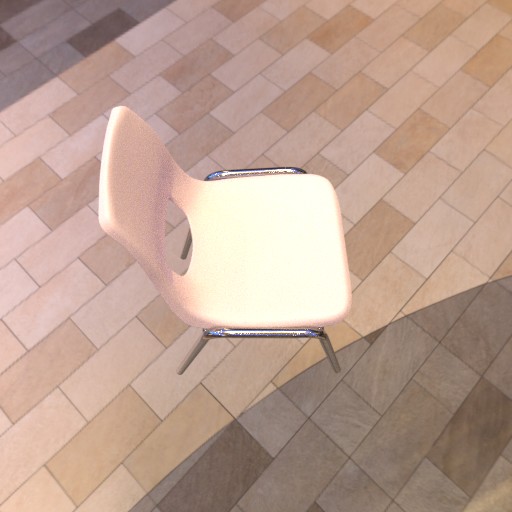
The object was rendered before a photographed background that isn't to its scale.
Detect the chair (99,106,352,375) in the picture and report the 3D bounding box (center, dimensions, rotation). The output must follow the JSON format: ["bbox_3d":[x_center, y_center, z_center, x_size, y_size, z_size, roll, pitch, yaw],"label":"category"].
[{"bbox_3d":[0.000,0.000,0.935,0.436,0.704,0.381,-2,65,-1],"label":"chair"}]
